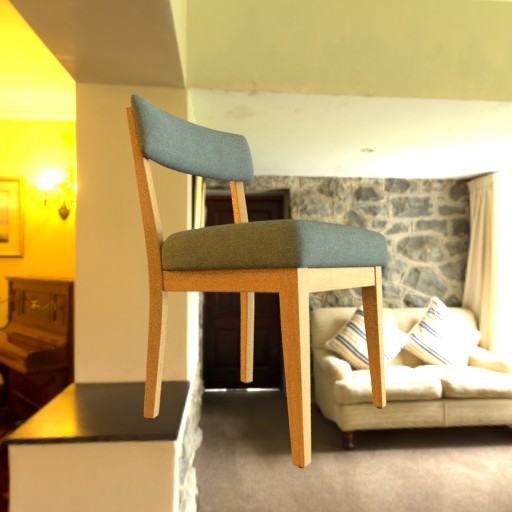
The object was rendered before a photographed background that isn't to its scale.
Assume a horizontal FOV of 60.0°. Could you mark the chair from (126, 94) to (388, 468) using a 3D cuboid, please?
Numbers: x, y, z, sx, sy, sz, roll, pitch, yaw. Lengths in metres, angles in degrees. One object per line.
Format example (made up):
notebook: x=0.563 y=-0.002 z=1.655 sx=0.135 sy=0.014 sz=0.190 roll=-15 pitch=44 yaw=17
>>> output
chair: x=0.000 y=0.000 z=1.195 sx=0.572 sy=0.832 sz=0.508 roll=-1 pitch=-1 yaw=35
